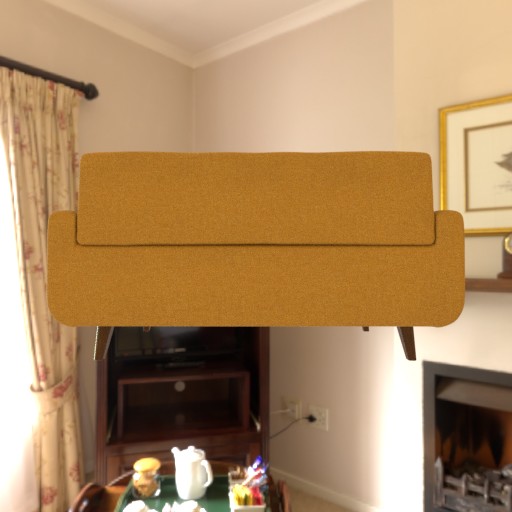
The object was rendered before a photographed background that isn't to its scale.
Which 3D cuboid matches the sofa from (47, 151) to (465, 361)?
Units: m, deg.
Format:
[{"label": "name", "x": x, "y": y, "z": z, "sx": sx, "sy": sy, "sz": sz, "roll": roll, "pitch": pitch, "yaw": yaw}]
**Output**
[{"label": "sofa", "x": 0.000, "y": 0.000, "z": 2.165, "sx": 1.631, "sy": 0.841, "sz": 0.909, "roll": 0, "pitch": -1, "yaw": 0}]
